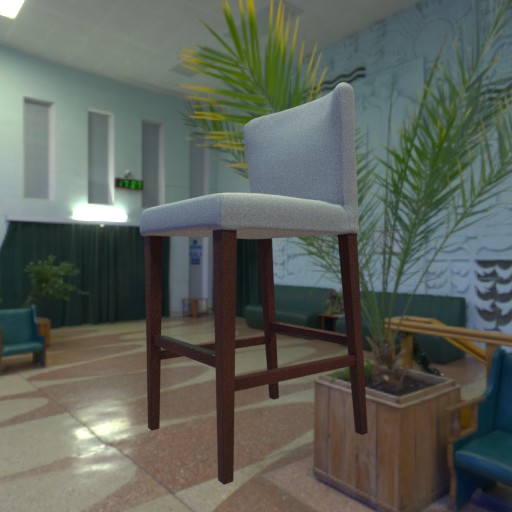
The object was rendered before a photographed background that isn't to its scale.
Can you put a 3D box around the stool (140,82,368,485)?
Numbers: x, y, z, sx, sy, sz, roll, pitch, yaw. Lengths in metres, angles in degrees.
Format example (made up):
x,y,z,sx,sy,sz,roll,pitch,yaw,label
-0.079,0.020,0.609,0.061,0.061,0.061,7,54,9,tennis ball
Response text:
x,y,z,sx,sy,sz,roll,pitch,yaw,label
0.000,0.000,1.360,0.568,1.069,0.479,0,0,-37,stool
